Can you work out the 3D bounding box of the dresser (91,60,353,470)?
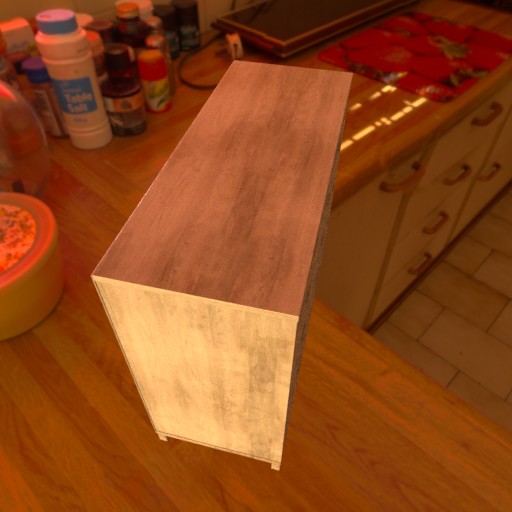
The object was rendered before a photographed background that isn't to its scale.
[{"bbox_3d":[0.000,0.000,1.439,0.404,0.816,0.994,10,48,10],"label":"dresser"}]
